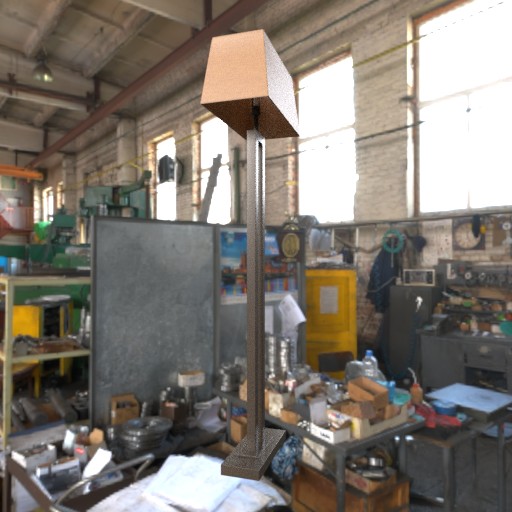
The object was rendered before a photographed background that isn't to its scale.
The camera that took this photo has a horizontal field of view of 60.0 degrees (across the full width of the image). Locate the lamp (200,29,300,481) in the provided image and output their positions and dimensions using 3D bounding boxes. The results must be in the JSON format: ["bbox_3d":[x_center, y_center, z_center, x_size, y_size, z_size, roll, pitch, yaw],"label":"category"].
[{"bbox_3d":[0.000,0.000,1.640,0.233,1.469,0.475,0,-1,18],"label":"lamp"}]
